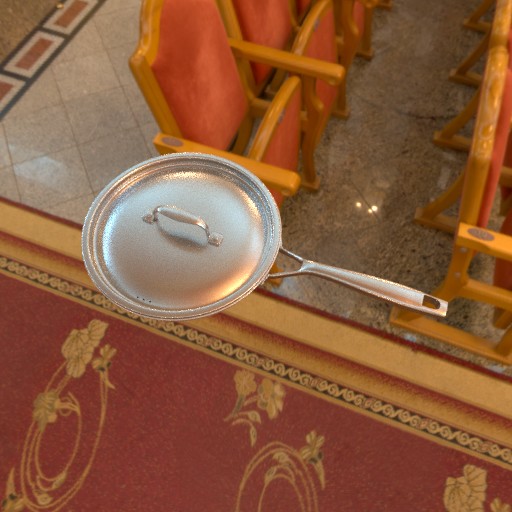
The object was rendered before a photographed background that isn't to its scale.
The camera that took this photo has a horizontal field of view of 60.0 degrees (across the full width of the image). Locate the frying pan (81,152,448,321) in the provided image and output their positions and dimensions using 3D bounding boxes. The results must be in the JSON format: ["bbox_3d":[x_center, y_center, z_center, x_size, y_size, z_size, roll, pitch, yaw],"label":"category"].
[{"bbox_3d":[0.000,0.000,0.597,0.490,0.086,0.272,19,62,11],"label":"frying pan"}]
